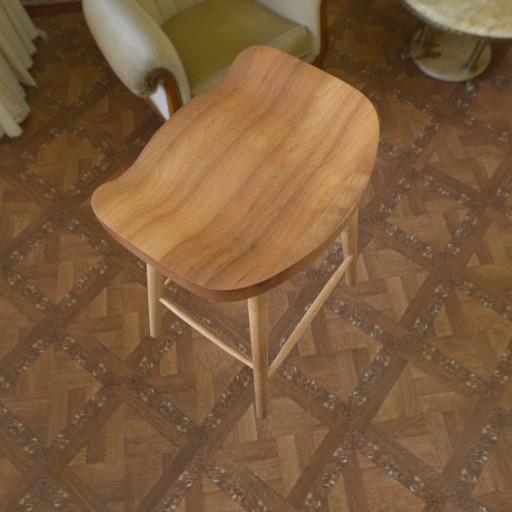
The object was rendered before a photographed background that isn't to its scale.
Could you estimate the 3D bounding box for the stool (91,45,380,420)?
[{"bbox_3d":[0.000,0.000,0.890,0.361,0.615,0.440,33,68,15],"label":"stool"}]
